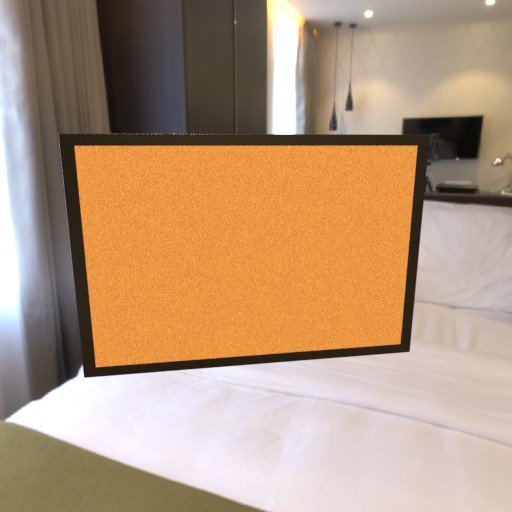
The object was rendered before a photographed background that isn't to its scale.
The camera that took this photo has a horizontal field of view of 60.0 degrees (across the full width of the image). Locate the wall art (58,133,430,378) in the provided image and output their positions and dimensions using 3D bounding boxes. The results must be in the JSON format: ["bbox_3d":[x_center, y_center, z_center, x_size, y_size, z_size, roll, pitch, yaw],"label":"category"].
[{"bbox_3d":[0.000,0.000,1.042,0.819,0.552,0.015,-2,14,-9],"label":"wall art"}]
